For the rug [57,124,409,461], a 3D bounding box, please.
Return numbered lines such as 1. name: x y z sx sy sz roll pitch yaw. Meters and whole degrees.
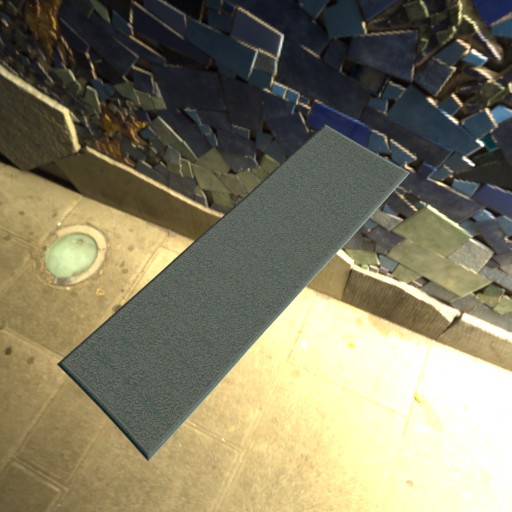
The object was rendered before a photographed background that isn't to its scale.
1. rug: 0.000 0.000 2.472 0.662 0.011 2.196 37 65 20
